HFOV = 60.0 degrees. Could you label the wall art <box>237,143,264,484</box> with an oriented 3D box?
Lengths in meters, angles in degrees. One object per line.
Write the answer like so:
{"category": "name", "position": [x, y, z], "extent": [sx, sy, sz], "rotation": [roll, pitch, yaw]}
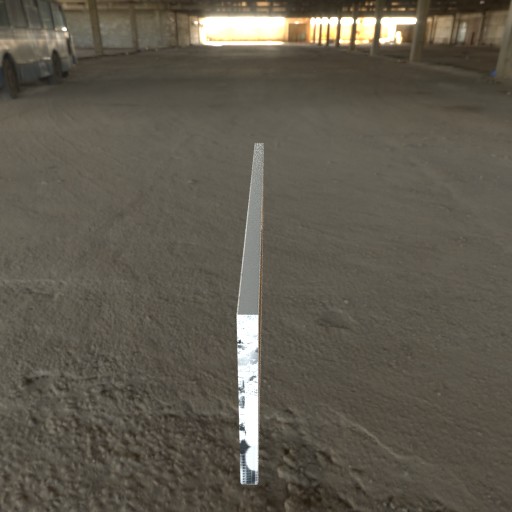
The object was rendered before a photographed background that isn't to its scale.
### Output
{"category": "wall art", "position": [0.000, 0.000, 1.669], "extent": [0.044, 0.507, 1.520], "rotation": [1, 27, 1]}
